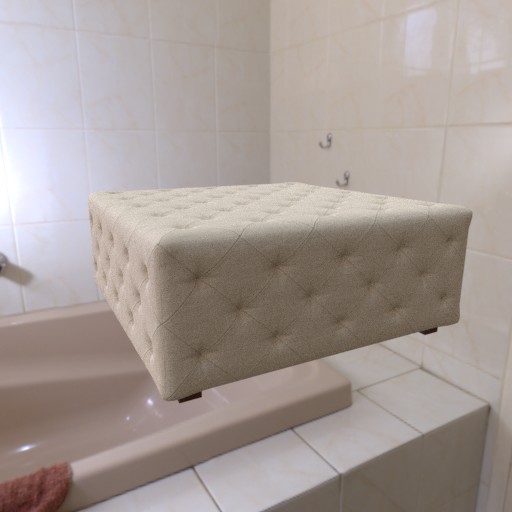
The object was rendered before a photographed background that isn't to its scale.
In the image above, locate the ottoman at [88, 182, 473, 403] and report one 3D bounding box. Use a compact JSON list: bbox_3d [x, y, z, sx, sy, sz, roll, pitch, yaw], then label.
[{"bbox_3d":[0.000,0.000,1.648,1.028,0.439,1.028,-8,16,-27],"label":"ottoman"}]
